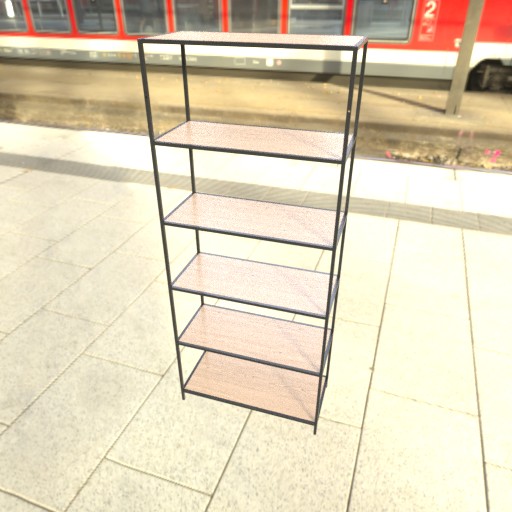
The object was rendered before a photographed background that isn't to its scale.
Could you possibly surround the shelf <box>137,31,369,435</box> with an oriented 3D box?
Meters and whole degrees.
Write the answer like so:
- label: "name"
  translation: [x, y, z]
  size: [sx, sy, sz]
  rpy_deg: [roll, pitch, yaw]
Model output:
- label: "shelf"
  translation: [0.000, 0.000, 2.084]
  size: [0.770, 1.850, 0.350]
  rpy_deg: [9, 32, 15]
